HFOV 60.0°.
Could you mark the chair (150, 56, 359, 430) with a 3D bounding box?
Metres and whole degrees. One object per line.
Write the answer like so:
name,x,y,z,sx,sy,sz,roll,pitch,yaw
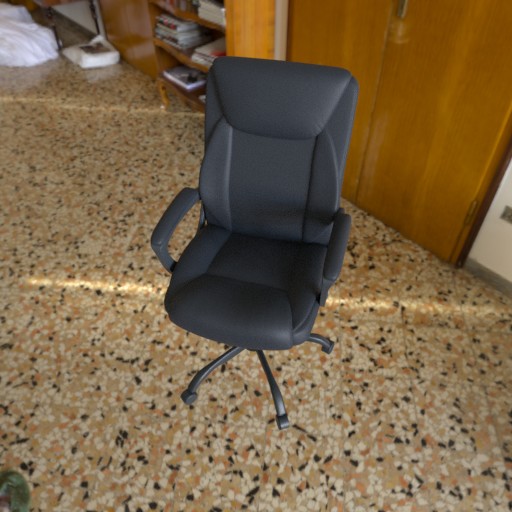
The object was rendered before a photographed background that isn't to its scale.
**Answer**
chair,0.000,0.000,1.469,0.615,1.072,0.655,11,44,12
